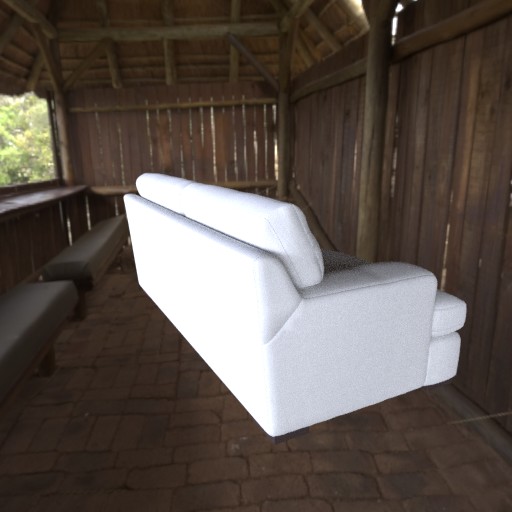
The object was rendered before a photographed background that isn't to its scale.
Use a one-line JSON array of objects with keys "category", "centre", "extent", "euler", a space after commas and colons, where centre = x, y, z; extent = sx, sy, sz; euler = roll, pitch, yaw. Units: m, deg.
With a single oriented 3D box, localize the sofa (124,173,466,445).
[{"category": "sofa", "centre": [0.000, 0.000, 2.740], "extent": [1.143, 0.940, 2.261], "euler": [-7, 16, -27]}]
